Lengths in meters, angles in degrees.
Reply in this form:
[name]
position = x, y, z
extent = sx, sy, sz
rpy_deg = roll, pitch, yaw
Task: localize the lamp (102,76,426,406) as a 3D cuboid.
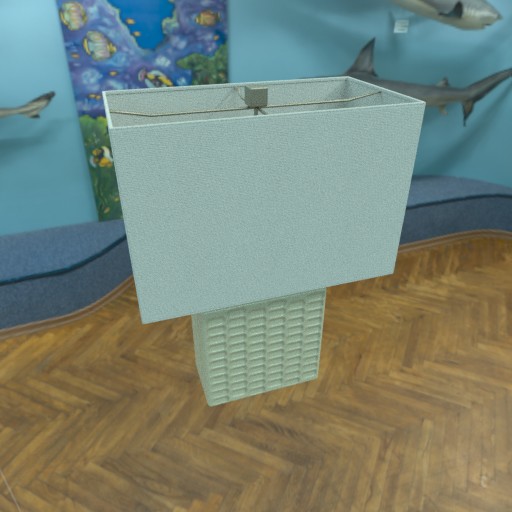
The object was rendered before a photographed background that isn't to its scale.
[lamp]
position = 0.000, 0.000, 0.706
extent = 0.380, 0.515, 0.200
rpy_deg = -10, 33, -16
